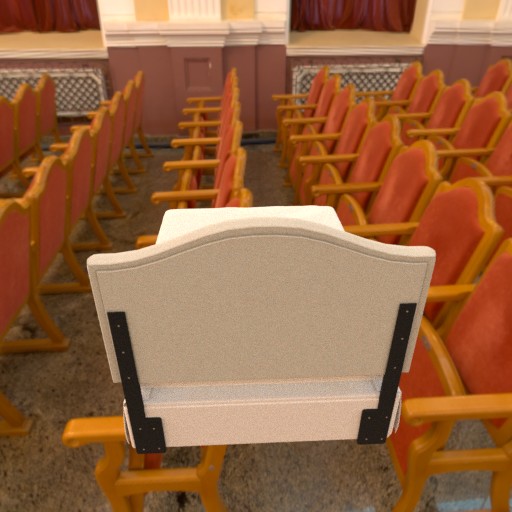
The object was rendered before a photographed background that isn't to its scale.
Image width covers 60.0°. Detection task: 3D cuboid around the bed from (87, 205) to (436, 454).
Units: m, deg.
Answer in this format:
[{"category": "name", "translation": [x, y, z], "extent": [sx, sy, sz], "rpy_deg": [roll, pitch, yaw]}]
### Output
[{"category": "bed", "translation": [0.000, 0.000, 3.389], "extent": [1.813, 1.607, 2.180], "rpy_deg": [-1, 31, -2]}]
